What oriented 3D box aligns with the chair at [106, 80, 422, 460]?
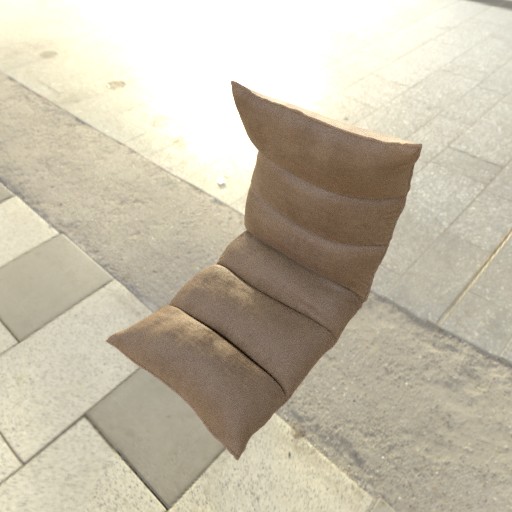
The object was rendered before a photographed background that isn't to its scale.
[{"bbox_3d":[0.000,0.000,1.597,0.714,0.892,0.985,31,54,27],"label":"chair"}]
